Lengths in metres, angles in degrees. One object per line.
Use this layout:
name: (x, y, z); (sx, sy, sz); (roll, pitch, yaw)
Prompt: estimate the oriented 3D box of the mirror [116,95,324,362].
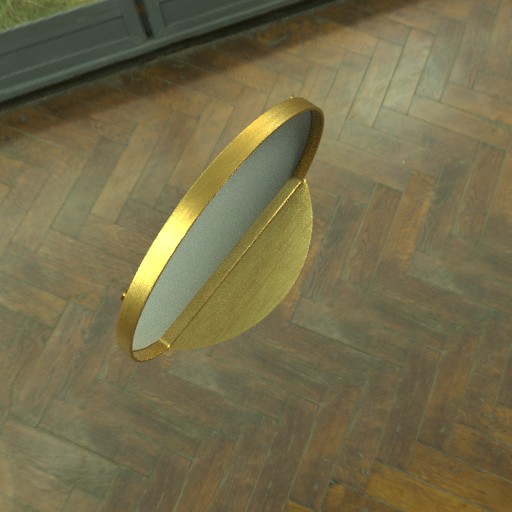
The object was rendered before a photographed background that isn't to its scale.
mirror: (0.000, 0.000, 0.679); (0.133, 0.457, 0.457); (36, 78, 9)
